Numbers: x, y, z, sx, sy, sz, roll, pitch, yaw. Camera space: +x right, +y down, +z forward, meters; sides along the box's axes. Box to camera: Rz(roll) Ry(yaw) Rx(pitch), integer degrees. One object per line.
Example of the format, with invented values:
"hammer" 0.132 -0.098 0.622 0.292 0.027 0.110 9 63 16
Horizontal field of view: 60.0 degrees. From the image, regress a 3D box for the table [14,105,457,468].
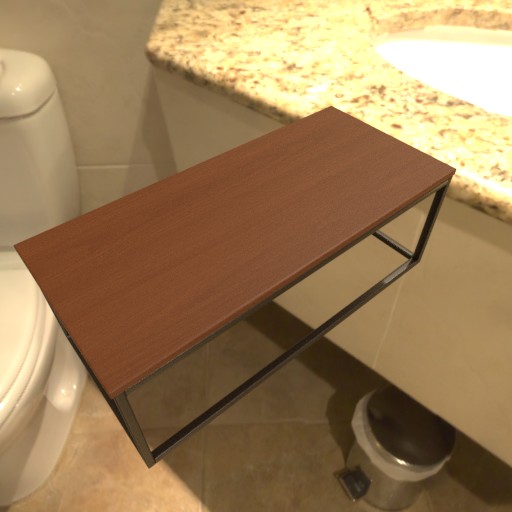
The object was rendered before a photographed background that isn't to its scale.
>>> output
"table" 0.000 0.000 1.317 1.100 0.400 0.500 -31 53 -26
